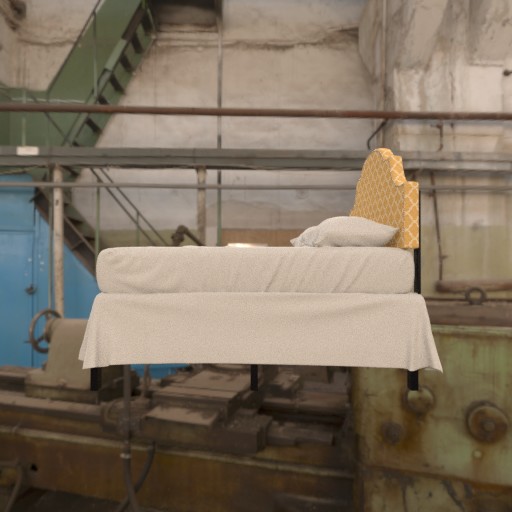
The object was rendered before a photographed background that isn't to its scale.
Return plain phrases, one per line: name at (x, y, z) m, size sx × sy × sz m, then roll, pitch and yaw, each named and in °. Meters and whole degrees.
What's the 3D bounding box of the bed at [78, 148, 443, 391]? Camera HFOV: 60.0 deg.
bed at (0.000, 0.000, 3.441) m, size 2.222 × 1.633 × 1.780 m, roll 0°, pitch 0°, yaw 0°
